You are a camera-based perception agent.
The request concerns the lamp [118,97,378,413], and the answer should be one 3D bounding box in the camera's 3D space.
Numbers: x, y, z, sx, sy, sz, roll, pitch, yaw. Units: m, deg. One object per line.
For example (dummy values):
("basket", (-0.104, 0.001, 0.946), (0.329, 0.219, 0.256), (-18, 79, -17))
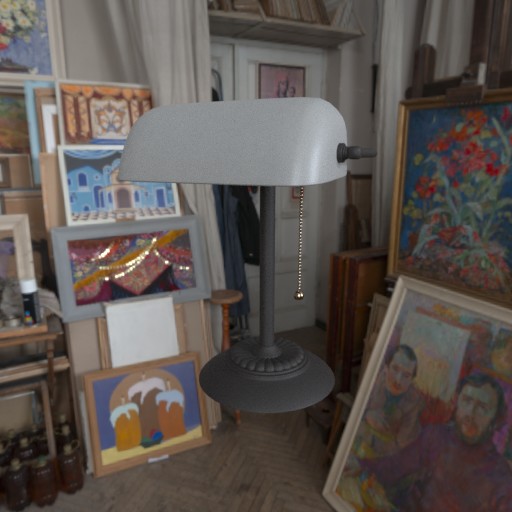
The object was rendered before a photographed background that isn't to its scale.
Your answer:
("lamp", (0.000, 0.000, 0.524), (0.264, 0.339, 0.243), (6, 14, 25))
